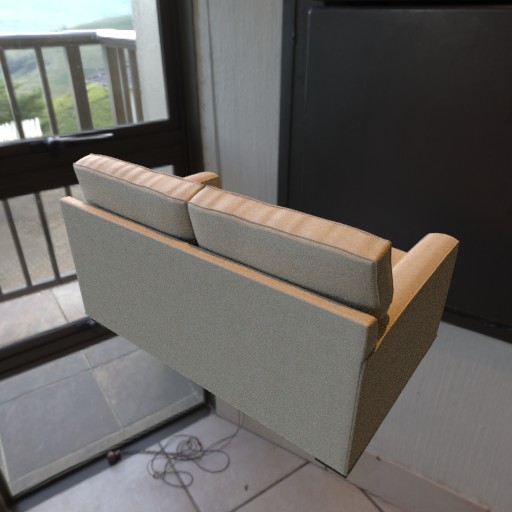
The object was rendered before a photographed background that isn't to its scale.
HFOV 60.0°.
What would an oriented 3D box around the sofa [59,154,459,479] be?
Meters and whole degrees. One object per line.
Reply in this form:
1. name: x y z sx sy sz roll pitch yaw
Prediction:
1. sofa: 0.000 0.000 2.000 1.484 0.853 0.942 21 35 32
